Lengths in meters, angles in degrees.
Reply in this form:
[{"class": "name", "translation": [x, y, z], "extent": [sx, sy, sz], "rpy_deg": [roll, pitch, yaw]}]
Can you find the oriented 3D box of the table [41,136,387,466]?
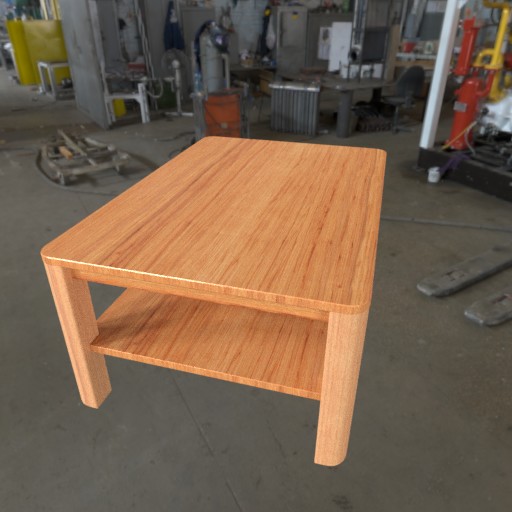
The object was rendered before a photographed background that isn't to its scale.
[{"class": "table", "translation": [0.000, 0.000, 1.373], "extent": [0.696, 0.445, 0.997], "rpy_deg": [8, 31, 14]}]
